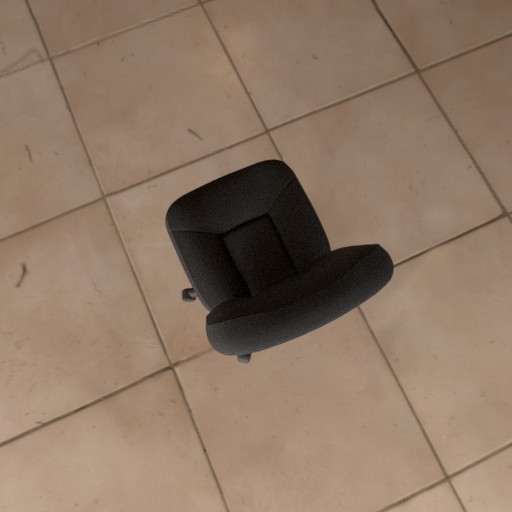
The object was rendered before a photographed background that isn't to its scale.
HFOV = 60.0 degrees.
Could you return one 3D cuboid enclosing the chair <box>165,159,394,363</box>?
[{"bbox_3d":[0.000,0.000,1.414,0.610,0.972,0.610,-25,76,-7],"label":"chair"}]
